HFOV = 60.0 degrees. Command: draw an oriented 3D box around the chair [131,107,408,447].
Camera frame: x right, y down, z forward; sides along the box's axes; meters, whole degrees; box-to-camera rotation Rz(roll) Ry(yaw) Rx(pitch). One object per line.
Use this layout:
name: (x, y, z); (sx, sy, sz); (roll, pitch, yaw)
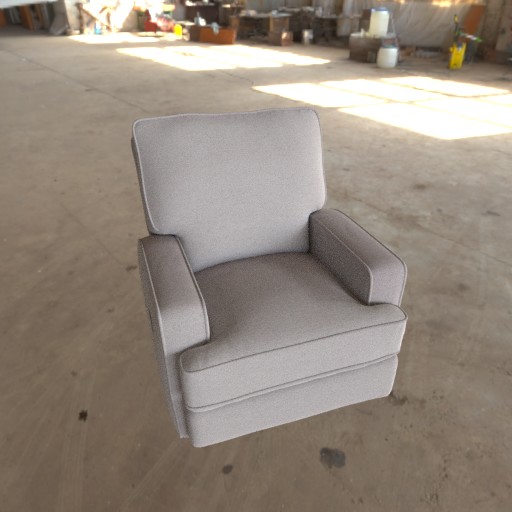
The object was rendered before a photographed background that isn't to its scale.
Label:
chair: (0.000, 0.000, 1.691); (0.861, 0.964, 0.969); (-10, 33, -16)
